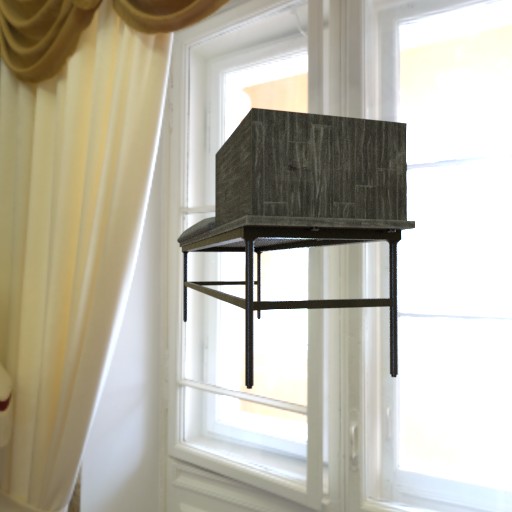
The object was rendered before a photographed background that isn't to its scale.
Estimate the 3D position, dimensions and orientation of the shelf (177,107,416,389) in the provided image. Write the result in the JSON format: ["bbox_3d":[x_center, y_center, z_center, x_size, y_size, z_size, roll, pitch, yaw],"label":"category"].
[{"bbox_3d":[0.000,0.000,1.666,0.457,0.633,1.342,0,-1,-16],"label":"shelf"}]
